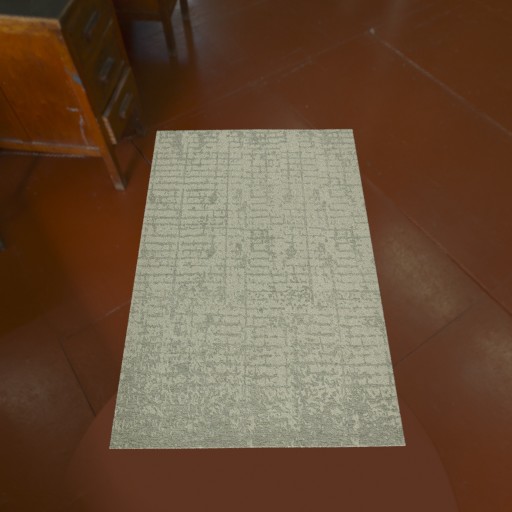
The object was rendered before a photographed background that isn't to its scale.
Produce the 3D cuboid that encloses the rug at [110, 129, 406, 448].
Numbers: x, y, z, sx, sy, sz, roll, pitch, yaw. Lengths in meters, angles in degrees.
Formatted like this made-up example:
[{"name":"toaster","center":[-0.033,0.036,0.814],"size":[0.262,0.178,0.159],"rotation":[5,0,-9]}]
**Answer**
[{"name":"rug","center":[0.000,0.000,2.282],"size":[1.211,0.007,1.827],"rotation":[0,59,0]}]
